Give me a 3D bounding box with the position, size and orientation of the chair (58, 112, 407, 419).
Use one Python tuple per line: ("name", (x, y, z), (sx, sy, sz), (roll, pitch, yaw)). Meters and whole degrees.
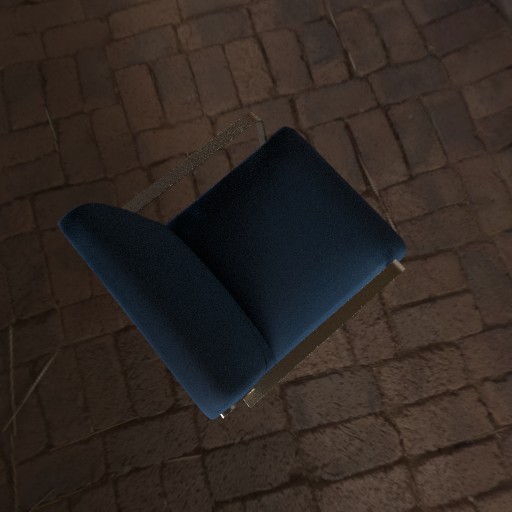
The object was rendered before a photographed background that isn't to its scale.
("chair", (0.000, 0.000, 1.464), (0.859, 0.831, 0.692), (-39, 78, -10))
